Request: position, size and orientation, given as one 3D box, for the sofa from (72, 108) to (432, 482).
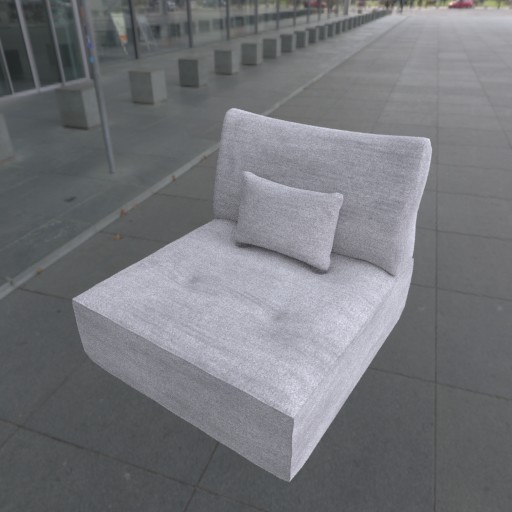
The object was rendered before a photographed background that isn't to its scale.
[{"bbox_3d":[0.000,0.000,1.671,0.930,0.820,1.000,19,35,29],"label":"sofa"}]
